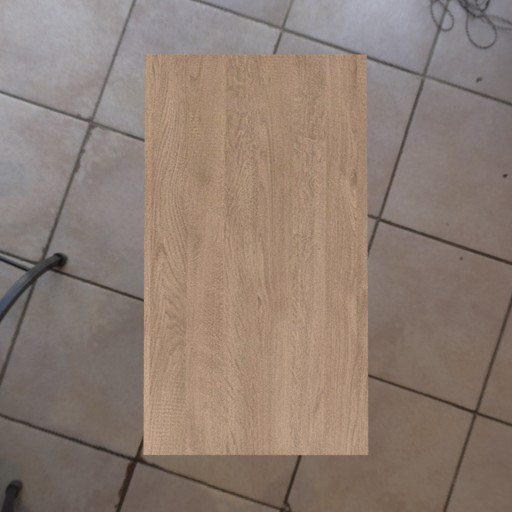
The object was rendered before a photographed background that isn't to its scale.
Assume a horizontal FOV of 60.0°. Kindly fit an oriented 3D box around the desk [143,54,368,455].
[{"bbox_3d":[0.000,0.000,1.349,0.498,0.724,0.893,0,89,0],"label":"desk"}]
